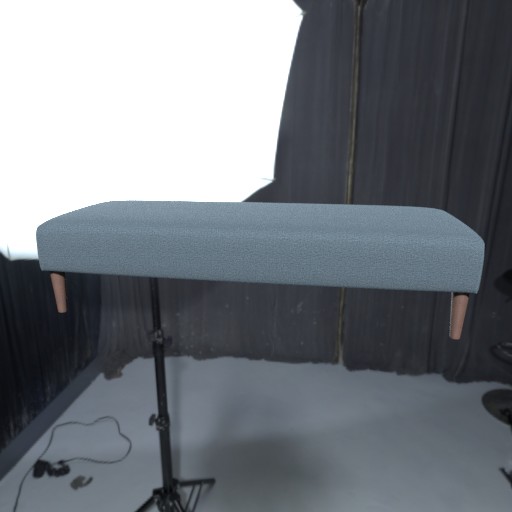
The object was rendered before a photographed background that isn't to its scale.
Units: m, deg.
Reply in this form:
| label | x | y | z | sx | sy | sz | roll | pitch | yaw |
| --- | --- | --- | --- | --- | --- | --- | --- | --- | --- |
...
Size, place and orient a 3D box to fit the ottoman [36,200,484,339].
| label | x | y | z | sx | sy | sz | roll | pitch | yaw |
| --- | --- | --- | --- | --- | --- | --- | --- | --- | --- |
| ottoman | 0.000 | 0.000 | 1.878 | 1.609 | 0.393 | 0.646 | 2 | 16 | 9 |
